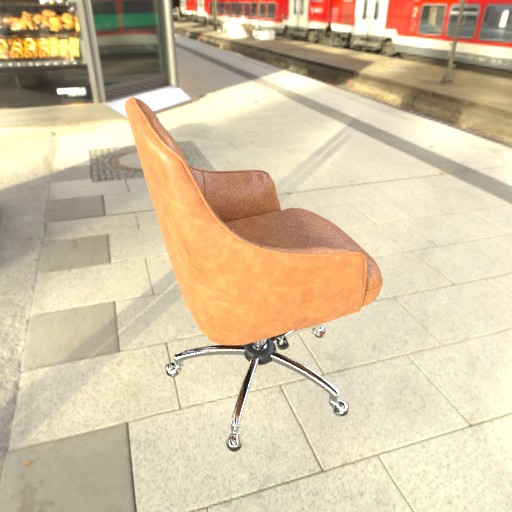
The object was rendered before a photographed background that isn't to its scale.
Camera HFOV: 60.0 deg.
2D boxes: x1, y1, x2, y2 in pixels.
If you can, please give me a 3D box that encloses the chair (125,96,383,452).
[{"bbox_3d":[0.000,0.000,1.308,0.615,0.909,0.628,-11,32,-17],"label":"chair"}]
